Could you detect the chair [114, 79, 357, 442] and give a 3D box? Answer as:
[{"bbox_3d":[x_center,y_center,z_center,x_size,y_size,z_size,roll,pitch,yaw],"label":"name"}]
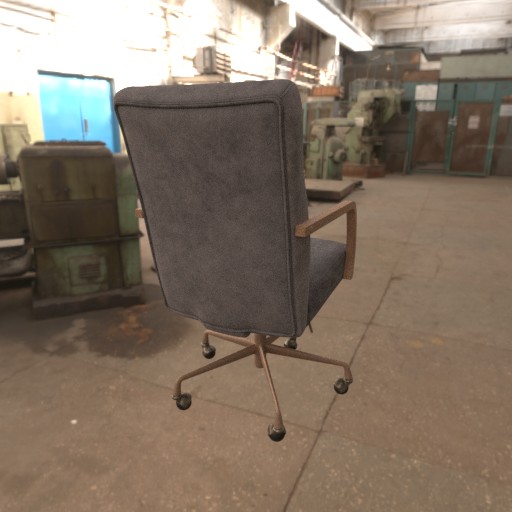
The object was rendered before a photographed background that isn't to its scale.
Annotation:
[{"bbox_3d":[0.000,0.000,1.469,0.640,1.029,0.741,8,18,25],"label":"chair"}]
